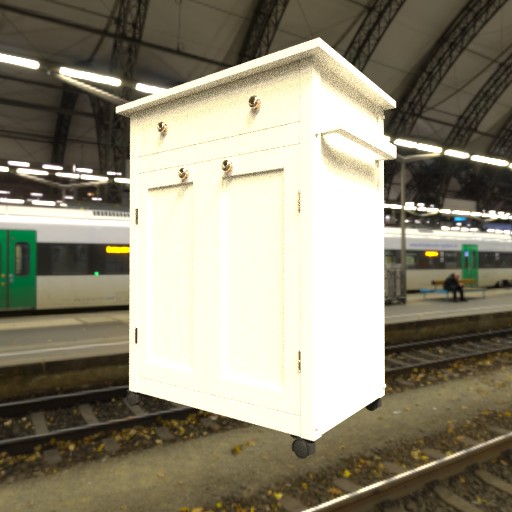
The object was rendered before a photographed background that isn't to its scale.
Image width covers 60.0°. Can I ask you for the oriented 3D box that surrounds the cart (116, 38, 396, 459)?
[{"bbox_3d":[0.000,0.000,1.251,0.683,0.864,0.442,-1,-1,37],"label":"cart"}]
